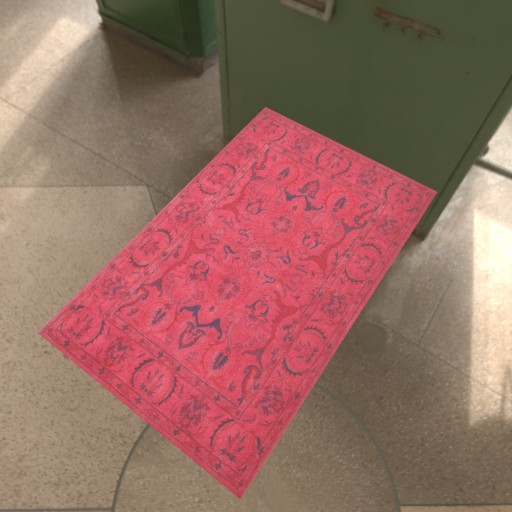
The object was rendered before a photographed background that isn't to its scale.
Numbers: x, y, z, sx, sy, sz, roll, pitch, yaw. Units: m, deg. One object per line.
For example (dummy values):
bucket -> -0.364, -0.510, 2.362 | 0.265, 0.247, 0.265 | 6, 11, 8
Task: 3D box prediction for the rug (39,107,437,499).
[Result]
rug -> 0.000, 0.000, 2.973 | 1.534, 0.010, 2.423 | 32, 65, 17
